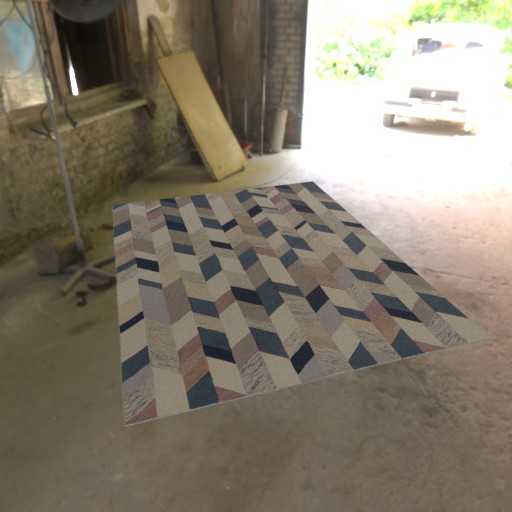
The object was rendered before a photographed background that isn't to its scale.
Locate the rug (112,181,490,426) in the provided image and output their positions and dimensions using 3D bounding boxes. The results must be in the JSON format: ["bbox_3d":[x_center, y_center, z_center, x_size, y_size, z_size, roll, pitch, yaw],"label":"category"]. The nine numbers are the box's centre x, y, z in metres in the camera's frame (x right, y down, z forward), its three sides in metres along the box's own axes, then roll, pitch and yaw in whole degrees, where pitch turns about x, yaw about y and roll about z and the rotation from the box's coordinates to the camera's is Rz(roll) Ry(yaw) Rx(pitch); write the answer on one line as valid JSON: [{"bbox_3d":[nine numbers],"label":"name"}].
[{"bbox_3d":[0.000,0.000,4.001,2.451,0.011,3.072,-9,32,-15],"label":"rug"}]
